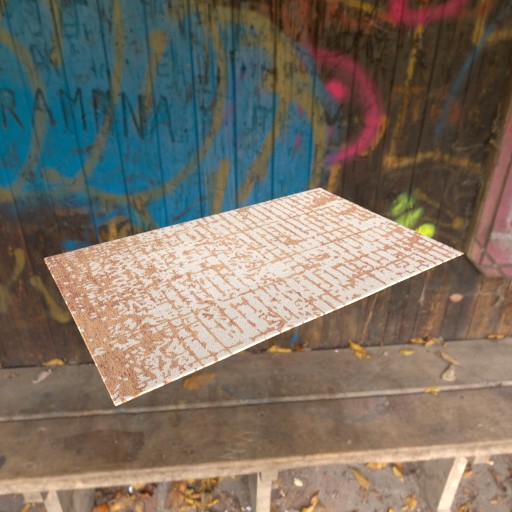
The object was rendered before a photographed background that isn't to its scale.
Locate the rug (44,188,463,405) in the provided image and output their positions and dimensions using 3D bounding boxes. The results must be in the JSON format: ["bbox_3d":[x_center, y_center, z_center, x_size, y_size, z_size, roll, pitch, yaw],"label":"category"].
[{"bbox_3d":[0.000,0.000,3.026,2.435,0.011,1.517,-18,34,-29],"label":"rug"}]
